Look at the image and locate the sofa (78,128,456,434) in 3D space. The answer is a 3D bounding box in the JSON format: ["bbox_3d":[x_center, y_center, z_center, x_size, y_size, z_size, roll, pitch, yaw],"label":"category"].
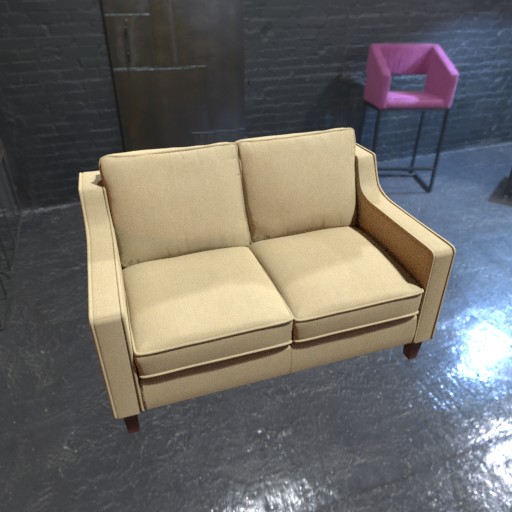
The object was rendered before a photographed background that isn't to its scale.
[{"bbox_3d":[0.000,0.000,2.150,1.501,0.971,0.987,-10,33,-15],"label":"sofa"}]
